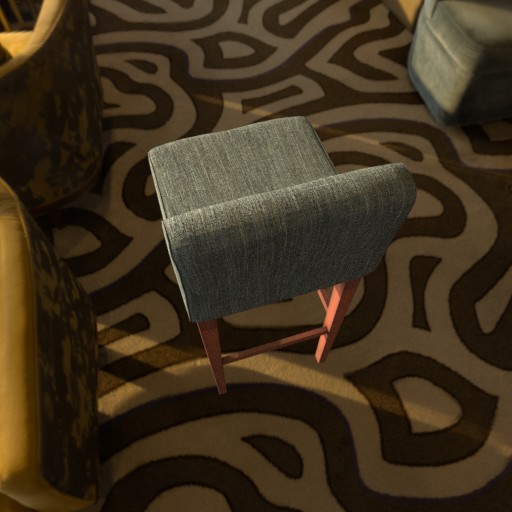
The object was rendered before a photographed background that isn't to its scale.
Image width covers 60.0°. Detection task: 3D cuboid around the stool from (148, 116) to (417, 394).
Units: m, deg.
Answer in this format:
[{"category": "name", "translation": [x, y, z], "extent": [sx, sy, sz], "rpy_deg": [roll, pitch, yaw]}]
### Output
[{"category": "stool", "translation": [0.000, 0.000, 1.217], "extent": [0.426, 0.965, 0.499], "rpy_deg": [-15, 59, -9]}]
